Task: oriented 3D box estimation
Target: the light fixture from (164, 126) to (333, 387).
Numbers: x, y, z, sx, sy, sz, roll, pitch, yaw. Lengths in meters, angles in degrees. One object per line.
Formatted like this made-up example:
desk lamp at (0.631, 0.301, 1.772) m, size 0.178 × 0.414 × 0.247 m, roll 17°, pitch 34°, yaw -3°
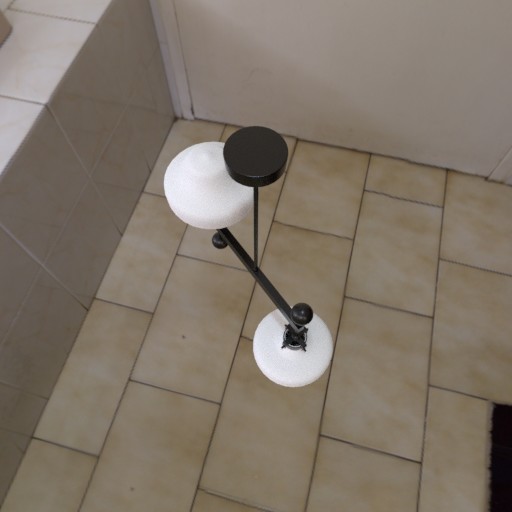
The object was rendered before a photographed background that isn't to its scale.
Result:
light fixture at (0.000, 0.000, 1.028) m, size 0.489 × 0.743 × 0.422 m, roll 15°, pitch 65°, yaw 8°
